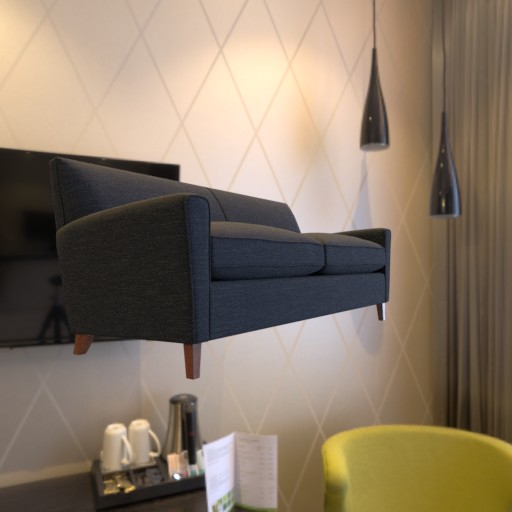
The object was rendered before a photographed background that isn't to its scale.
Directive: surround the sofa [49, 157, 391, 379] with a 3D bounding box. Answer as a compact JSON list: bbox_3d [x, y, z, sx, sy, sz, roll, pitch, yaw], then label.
[{"bbox_3d":[0.000,0.000,2.453,0.875,0.846,1.976,-1,-1,36],"label":"sofa"}]
